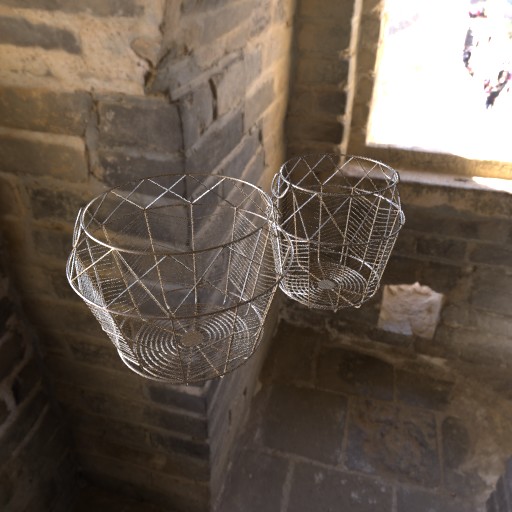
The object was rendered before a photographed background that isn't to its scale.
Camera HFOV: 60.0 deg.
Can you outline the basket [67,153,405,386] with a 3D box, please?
[{"bbox_3d":[0.000,0.000,1.031,0.805,0.343,0.451,-18,36,-28],"label":"basket"}]
